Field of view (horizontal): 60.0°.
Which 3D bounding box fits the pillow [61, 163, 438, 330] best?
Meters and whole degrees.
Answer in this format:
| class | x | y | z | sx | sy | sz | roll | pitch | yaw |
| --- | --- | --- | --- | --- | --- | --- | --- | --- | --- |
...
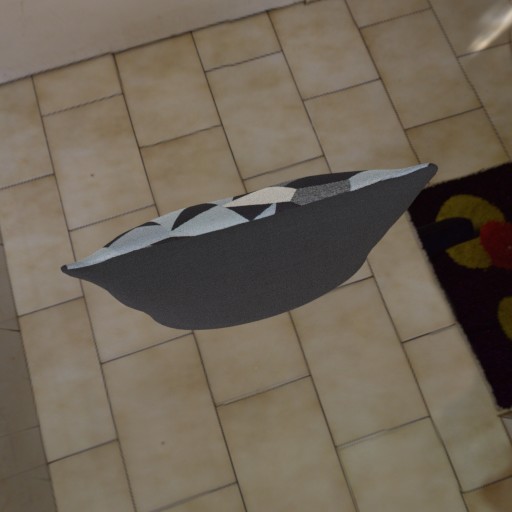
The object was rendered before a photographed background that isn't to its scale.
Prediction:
| class | x | y | z | sx | sy | sz | roll | pitch | yaw |
| --- | --- | --- | --- | --- | --- | --- | --- | --- | --- |
| pillow | 0.000 | 0.000 | 0.787 | 0.503 | 0.496 | 0.208 | -15 | 76 | -4 |
